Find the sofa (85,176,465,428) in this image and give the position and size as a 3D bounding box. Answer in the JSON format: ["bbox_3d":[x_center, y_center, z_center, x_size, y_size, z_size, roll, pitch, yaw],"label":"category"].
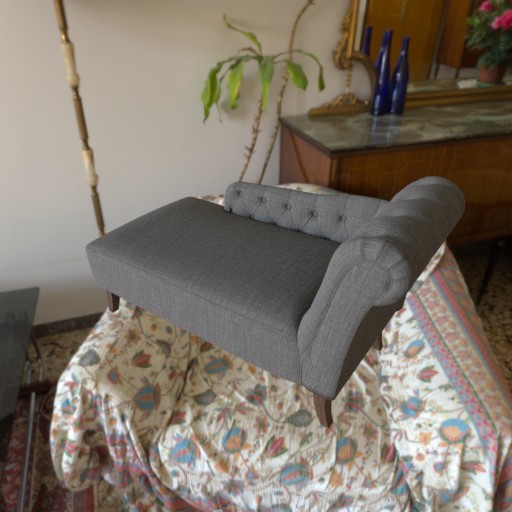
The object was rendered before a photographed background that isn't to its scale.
[{"bbox_3d":[0.000,0.000,1.818,1.379,0.787,0.675,20,36,30],"label":"sofa"}]
